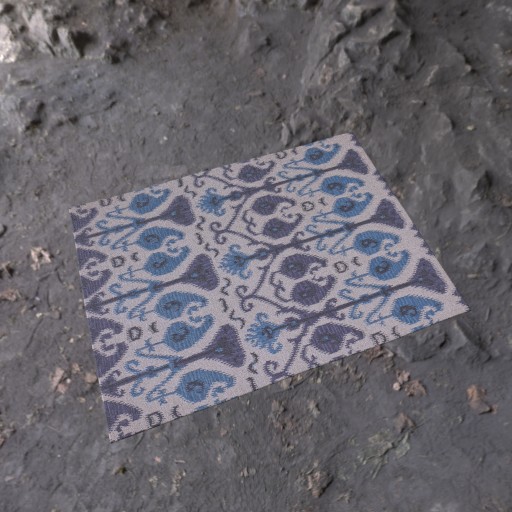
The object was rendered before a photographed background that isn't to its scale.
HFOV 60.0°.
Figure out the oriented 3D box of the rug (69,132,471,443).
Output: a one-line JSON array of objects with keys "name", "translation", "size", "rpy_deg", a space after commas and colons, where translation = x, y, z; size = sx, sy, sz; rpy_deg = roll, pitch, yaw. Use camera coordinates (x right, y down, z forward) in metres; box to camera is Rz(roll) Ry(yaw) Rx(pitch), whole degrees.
[{"name": "rug", "translation": [0.000, 0.000, 2.965], "size": [2.261, 0.013, 1.676], "rpy_deg": [-17, 60, -10]}]
